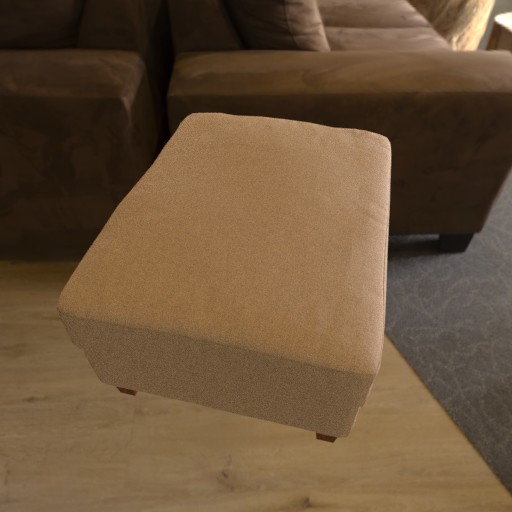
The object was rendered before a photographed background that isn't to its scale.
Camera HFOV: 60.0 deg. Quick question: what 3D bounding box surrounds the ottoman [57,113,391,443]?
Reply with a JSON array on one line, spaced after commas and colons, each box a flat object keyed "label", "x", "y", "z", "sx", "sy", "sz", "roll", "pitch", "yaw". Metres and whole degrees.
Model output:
[{"label": "ottoman", "x": 0.000, "y": 0.000, "z": 1.306, "sx": 0.692, "sy": 0.511, "sz": 0.902, "roll": 10, "pitch": 46, "yaw": 9}]
